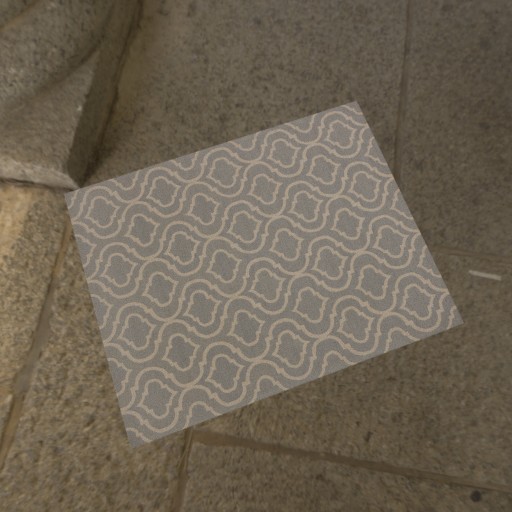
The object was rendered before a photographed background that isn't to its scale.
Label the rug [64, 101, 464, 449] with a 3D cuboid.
[{"bbox_3d":[0.000,0.000,3.881,2.892,0.006,2.283,-19,75,-5],"label":"rug"}]
